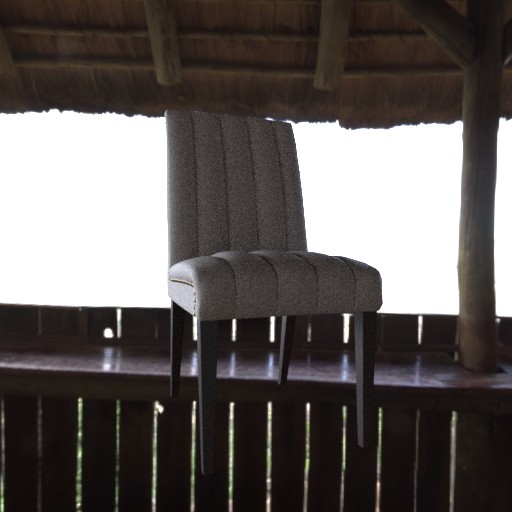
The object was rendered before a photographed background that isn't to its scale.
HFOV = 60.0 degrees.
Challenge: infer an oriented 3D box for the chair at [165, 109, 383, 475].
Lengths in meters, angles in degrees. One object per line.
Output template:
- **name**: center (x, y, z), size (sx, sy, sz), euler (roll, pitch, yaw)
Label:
- **chair**: center (0.000, 0.000, 1.365), size (0.511, 1.016, 0.647), euler (0, 1, -19)
